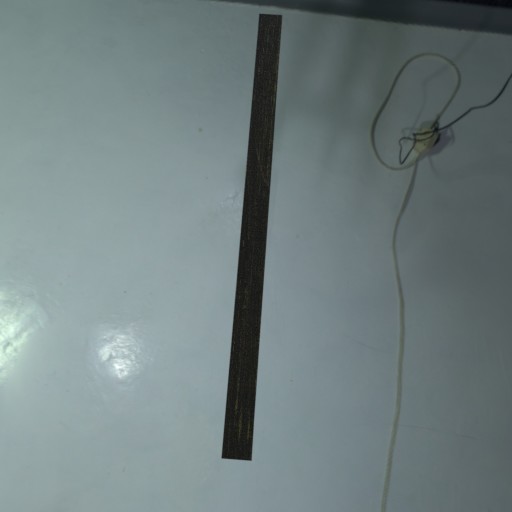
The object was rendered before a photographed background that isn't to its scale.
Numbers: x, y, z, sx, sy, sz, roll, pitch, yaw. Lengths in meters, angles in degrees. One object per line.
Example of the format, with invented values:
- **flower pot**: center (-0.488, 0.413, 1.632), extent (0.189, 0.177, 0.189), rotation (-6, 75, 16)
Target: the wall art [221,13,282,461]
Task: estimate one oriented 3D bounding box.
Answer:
- **wall art**: center (0.000, 0.000, 0.750), extent (0.032, 0.457, 0.558), rotation (4, 75, 1)
